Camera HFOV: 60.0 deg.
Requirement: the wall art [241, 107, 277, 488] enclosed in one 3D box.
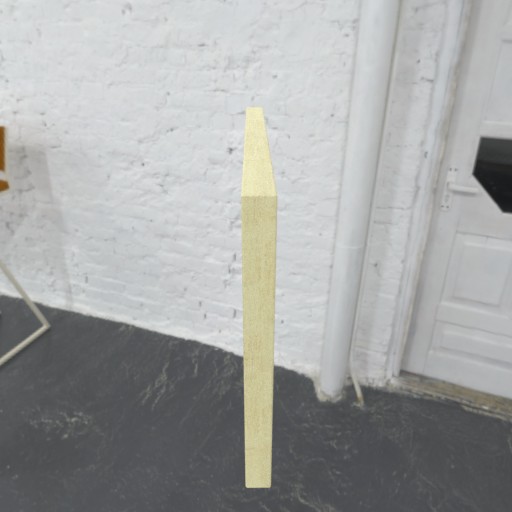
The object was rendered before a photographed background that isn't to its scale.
[{"bbox_3d":[0.000,0.000,0.707,0.032,0.381,0.533,0,26,-1],"label":"wall art"}]
